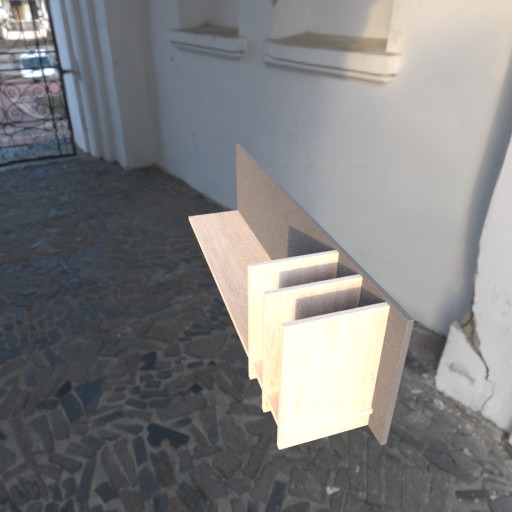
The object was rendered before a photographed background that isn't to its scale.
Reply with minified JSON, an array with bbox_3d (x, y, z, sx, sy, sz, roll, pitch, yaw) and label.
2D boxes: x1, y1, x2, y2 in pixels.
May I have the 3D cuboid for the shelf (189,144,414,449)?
[{"bbox_3d":[0.000,0.000,1.165,0.200,0.300,1.020,-9,31,-15],"label":"shelf"}]
